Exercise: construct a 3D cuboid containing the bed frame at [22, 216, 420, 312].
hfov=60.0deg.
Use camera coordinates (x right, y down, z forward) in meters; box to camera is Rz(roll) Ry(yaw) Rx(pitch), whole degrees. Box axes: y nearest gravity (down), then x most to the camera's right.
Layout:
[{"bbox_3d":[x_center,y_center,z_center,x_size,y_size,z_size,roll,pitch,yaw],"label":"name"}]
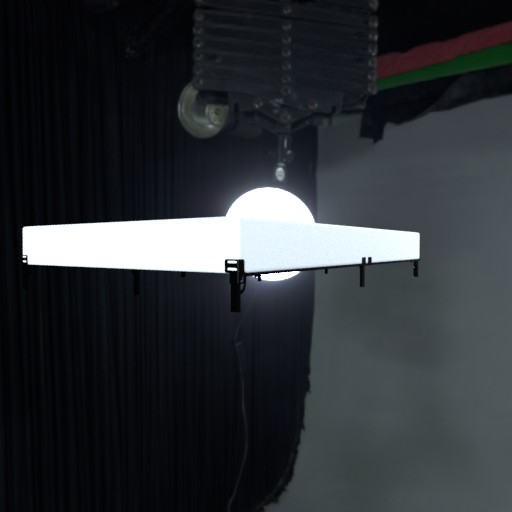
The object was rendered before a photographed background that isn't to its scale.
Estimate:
[{"bbox_3d":[0.000,0.000,3.776,1.930,0.440,2.987,1,1,35],"label":"bed frame"}]
